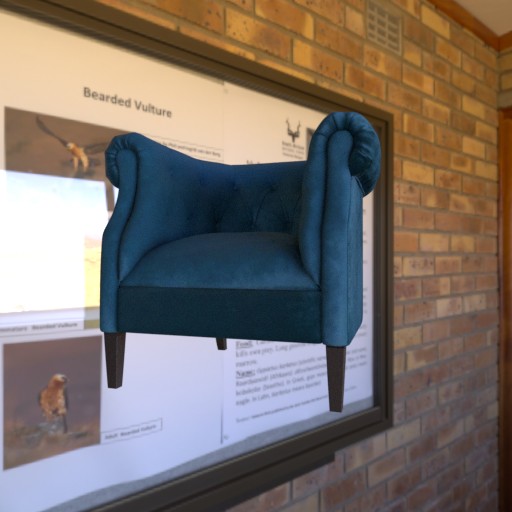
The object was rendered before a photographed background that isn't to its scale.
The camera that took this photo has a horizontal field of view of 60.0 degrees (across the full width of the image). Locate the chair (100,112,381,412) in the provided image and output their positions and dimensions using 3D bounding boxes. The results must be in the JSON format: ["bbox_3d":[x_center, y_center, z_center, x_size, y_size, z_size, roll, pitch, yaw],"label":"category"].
[{"bbox_3d":[0.000,0.000,1.642,0.904,0.826,0.851,0,0,18],"label":"chair"}]
